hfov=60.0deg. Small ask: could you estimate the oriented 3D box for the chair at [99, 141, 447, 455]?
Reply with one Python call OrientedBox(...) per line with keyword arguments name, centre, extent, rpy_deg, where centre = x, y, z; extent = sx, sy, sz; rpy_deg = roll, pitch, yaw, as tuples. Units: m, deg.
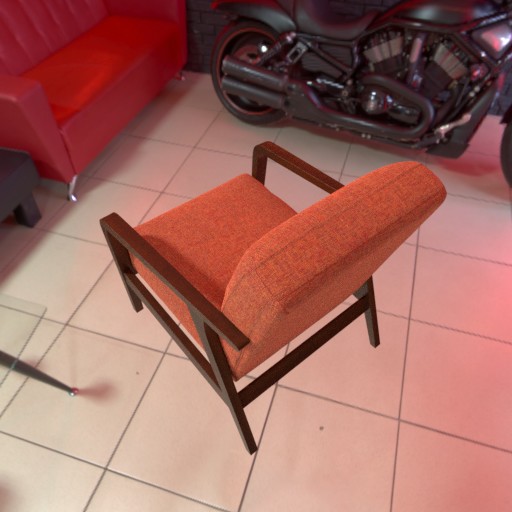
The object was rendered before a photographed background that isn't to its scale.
OrientedBox(name="chair", centre=(0.000, 0.000, 1.503), extent=(0.719, 0.890, 0.860), rpy_deg=(-31, 54, -26))
